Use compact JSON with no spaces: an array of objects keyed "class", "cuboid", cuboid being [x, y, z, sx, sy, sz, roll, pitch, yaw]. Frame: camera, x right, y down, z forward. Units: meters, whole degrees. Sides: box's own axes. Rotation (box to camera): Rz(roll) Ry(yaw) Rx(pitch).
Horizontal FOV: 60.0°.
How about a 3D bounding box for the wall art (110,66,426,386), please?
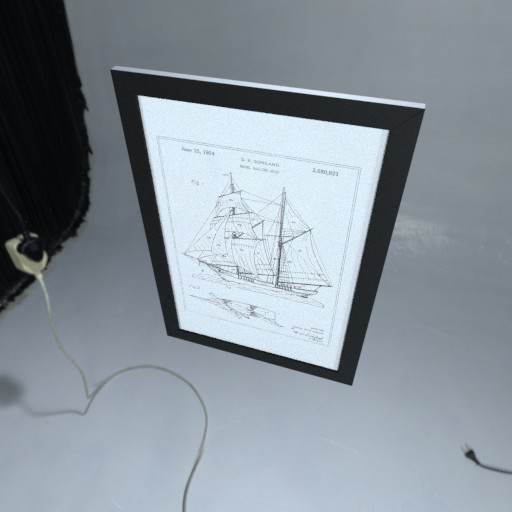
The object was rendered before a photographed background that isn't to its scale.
[{"class":"wall art","cuboid":[0.000,0.000,0.596,0.326,0.459,0.011,12,43,13]}]
